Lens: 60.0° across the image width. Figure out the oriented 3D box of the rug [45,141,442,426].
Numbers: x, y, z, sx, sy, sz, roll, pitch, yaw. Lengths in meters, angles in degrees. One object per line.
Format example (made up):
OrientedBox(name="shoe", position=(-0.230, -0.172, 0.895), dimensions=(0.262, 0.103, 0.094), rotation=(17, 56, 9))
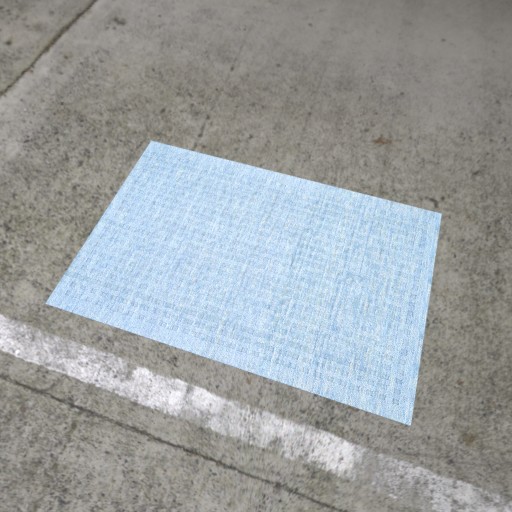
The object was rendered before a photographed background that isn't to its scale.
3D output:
OrientedBox(name="rug", position=(0.000, 0.000, 2.979), dimensions=(2.286, 0.006, 1.522), rotation=(16, 59, 10))
